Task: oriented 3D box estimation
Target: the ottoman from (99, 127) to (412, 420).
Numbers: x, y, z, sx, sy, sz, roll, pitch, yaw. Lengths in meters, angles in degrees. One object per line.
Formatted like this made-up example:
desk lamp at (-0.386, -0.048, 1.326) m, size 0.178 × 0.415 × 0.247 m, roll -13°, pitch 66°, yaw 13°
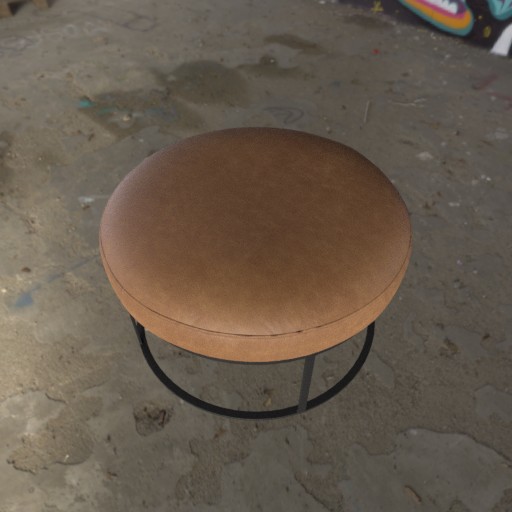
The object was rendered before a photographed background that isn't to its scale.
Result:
ottoman at (0.000, 0.000, 1.231) m, size 0.771 × 0.460 × 0.771 m, roll 0°, pitch 46°, yaw 0°
